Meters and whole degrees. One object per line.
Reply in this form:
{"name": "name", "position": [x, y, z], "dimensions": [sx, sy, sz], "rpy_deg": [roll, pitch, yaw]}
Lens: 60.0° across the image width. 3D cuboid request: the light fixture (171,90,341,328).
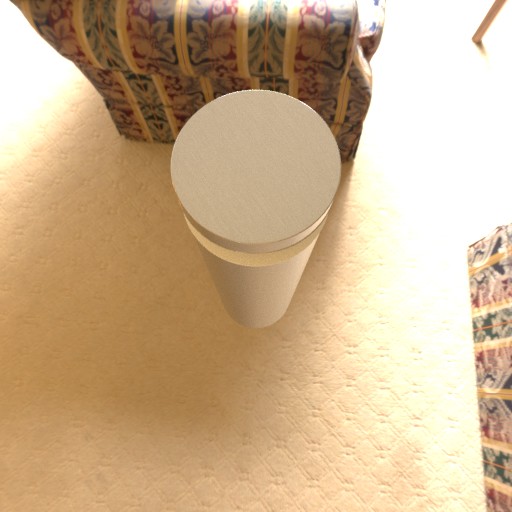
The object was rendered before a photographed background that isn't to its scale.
{"name": "light fixture", "position": [0.000, 0.000, 0.452], "dimensions": [0.102, 0.400, 0.102], "rpy_deg": [-32, 77, -9]}
